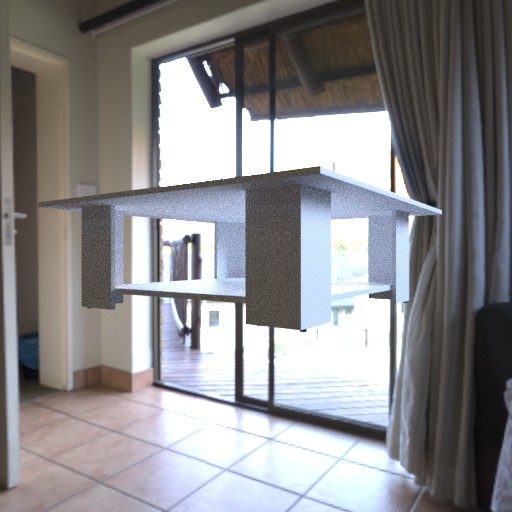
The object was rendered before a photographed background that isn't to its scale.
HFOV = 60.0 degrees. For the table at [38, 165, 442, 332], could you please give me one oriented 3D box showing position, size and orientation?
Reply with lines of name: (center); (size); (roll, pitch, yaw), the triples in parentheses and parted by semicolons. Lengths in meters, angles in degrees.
table: (0.000, 0.000, 1.370); (0.890, 0.305, 0.890); (0, 0, 35)
